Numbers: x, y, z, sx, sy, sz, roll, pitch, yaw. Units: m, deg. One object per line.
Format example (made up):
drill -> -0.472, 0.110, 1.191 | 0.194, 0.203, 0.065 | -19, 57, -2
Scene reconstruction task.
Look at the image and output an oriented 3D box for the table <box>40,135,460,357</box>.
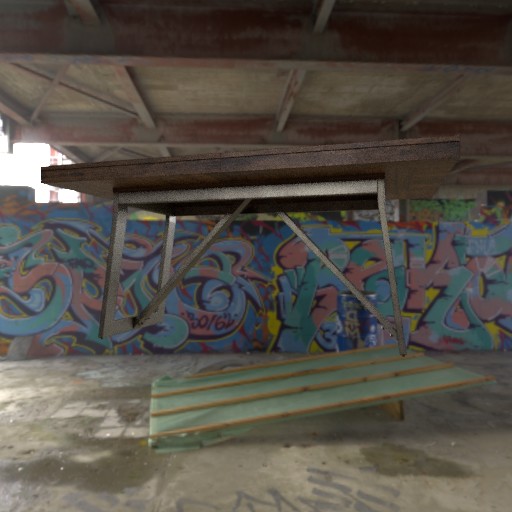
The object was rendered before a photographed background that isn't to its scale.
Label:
table -> 0.000, 0.000, 2.094 | 1.641, 0.757, 0.931 | 0, -1, 16
